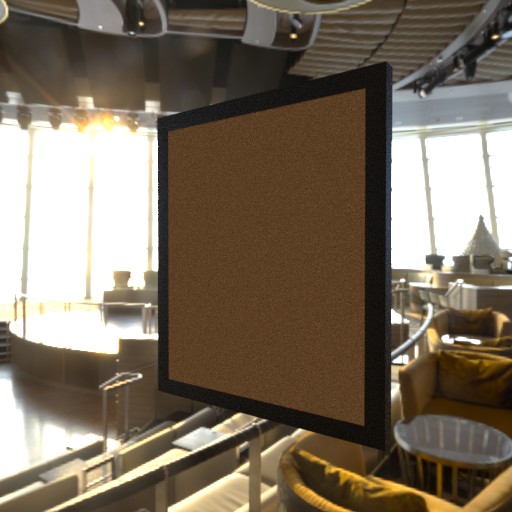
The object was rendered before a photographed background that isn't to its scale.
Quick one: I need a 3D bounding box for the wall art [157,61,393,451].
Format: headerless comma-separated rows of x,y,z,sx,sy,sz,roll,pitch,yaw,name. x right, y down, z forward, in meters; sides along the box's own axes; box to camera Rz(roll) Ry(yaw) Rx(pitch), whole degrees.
0.000,0.000,0.713,0.432,0.508,0.025,1,1,35,wall art
